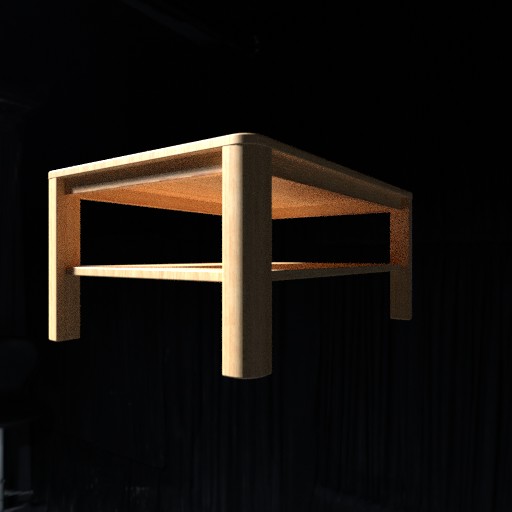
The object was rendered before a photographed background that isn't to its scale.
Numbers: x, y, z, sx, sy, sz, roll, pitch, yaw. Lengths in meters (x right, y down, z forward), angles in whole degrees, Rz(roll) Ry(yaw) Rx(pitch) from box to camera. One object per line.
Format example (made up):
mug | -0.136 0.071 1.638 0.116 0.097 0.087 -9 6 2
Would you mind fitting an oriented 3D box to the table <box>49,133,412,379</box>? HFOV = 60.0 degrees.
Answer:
table | 0.000 0.000 1.391 0.696 0.445 0.997 0 0 36
